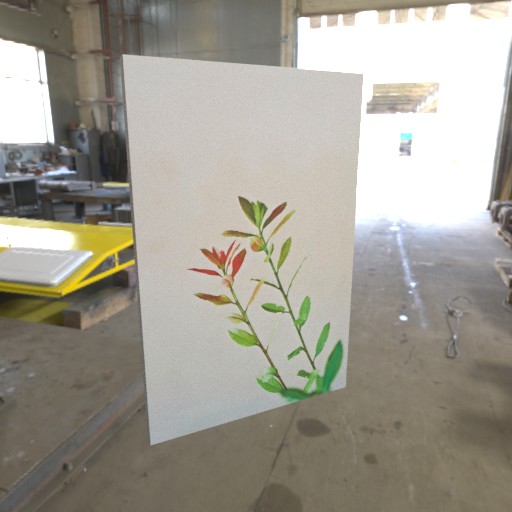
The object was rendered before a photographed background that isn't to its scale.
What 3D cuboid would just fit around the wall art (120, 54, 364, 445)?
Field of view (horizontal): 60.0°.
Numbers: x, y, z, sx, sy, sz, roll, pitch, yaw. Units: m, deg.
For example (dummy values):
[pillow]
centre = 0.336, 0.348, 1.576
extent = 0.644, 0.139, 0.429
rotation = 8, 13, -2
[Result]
[wall art]
centre = 0.000, 0.000, 1.435
extent = 0.764, 1.143, 0.038
rotation = -7, 17, -25
